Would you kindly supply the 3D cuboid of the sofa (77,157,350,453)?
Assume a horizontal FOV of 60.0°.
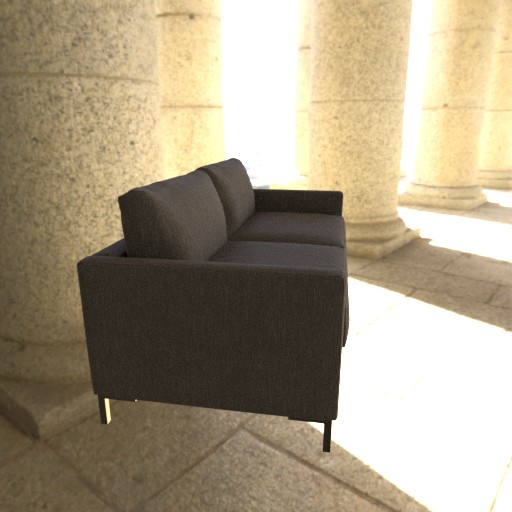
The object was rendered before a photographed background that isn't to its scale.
[{"bbox_3d":[0.000,0.000,2.165,0.875,0.840,1.682,3,17,10],"label":"sofa"}]
